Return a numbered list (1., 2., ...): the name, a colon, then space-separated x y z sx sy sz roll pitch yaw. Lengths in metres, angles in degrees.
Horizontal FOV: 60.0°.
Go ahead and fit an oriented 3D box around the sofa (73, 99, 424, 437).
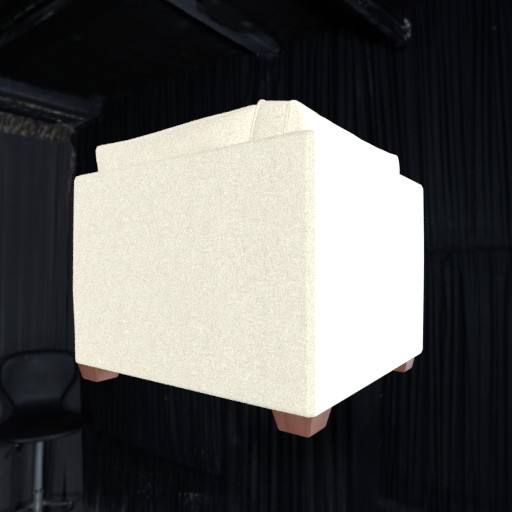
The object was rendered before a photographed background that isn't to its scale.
1. sofa: 0.000 0.000 1.921 1.146 1.002 1.084 -1 -1 36
